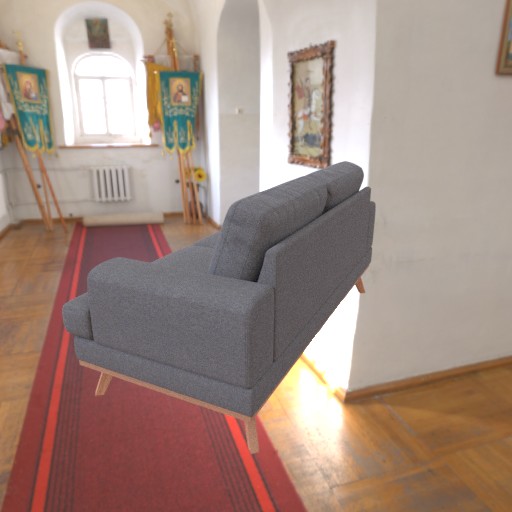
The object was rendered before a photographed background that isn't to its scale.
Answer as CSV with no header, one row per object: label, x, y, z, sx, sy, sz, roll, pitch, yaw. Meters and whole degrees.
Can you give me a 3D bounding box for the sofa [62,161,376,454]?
sofa,0.000,0.000,2.130,0.785,0.810,1.650,9,21,25
